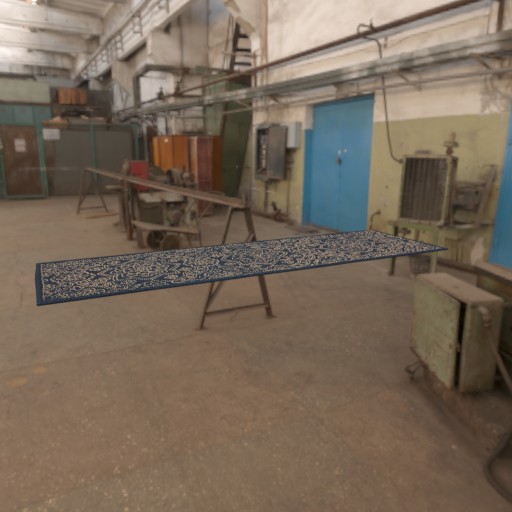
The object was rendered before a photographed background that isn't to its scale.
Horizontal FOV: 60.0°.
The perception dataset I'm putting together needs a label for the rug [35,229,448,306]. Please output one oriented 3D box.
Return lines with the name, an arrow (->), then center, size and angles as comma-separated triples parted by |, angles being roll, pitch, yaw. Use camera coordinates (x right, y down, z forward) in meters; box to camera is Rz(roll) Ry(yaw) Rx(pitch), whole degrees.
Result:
rug -> 0.000, 0.000, 2.726 | 2.448, 0.012, 0.769 | -7, 15, -25
